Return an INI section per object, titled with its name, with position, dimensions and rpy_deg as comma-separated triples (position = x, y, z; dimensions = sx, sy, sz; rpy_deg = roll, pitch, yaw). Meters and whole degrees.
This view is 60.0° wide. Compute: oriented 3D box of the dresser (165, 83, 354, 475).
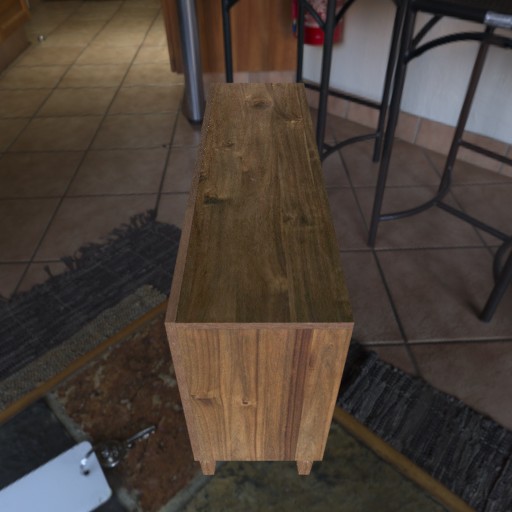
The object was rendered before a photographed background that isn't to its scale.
[dresser]
position = 0.000, 0.000, 1.812
dimensions = 0.446, 0.873, 1.400
rpy_deg = 0, 42, 0
